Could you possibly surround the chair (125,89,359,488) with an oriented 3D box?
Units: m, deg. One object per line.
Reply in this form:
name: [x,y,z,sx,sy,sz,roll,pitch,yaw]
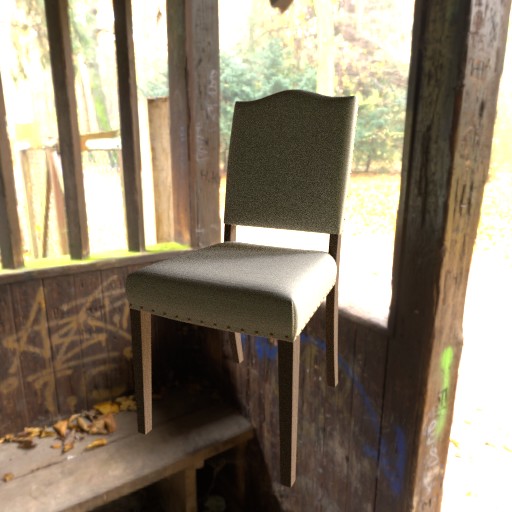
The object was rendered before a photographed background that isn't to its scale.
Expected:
chair: [0.000,0.000,1.358,0.508,1.015,0.619,7,16,26]
